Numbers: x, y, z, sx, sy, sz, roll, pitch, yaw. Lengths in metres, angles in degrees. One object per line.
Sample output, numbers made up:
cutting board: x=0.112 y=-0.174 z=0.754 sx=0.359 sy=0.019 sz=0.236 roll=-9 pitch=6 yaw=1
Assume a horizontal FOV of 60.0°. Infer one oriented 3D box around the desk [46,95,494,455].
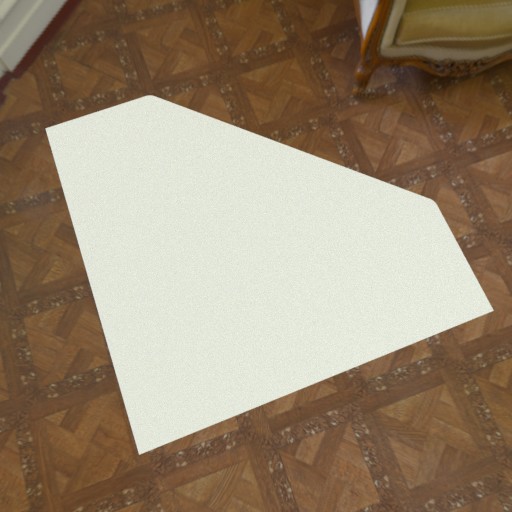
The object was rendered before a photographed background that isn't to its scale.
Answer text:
desk: x=0.000 y=0.000 z=1.593 sx=0.940 sy=0.818 sz=0.926 roll=-20 pitch=75 yaw=-6
